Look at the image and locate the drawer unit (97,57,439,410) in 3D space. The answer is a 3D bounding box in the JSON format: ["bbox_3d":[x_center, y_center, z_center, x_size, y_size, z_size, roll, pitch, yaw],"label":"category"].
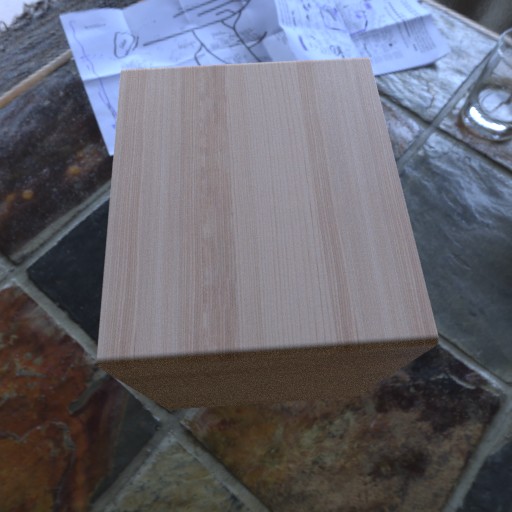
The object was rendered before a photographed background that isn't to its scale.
[{"bbox_3d":[0.000,0.000,0.601,0.290,0.344,0.344,-4,65,-2],"label":"drawer unit"}]
